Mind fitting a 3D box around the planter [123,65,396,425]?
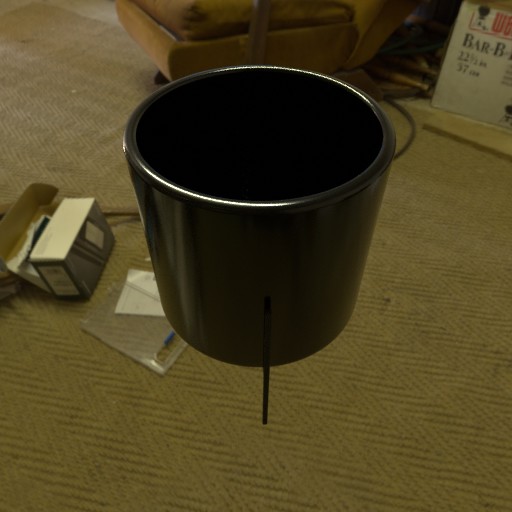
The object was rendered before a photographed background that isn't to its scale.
[{"bbox_3d":[0.000,0.000,0.647,0.310,0.432,0.310,8,47,8],"label":"planter"}]
